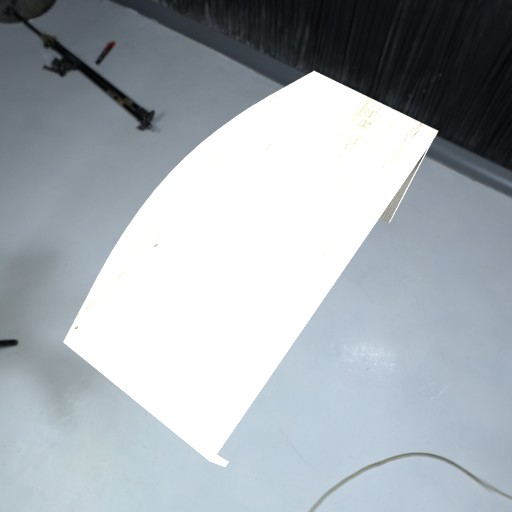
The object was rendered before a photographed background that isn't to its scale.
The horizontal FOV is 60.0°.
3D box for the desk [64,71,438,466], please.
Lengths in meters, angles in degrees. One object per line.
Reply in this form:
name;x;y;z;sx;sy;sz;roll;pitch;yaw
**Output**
desk;0.000;0.000;2.072;0.802;0.752;1.600;32;68;15
